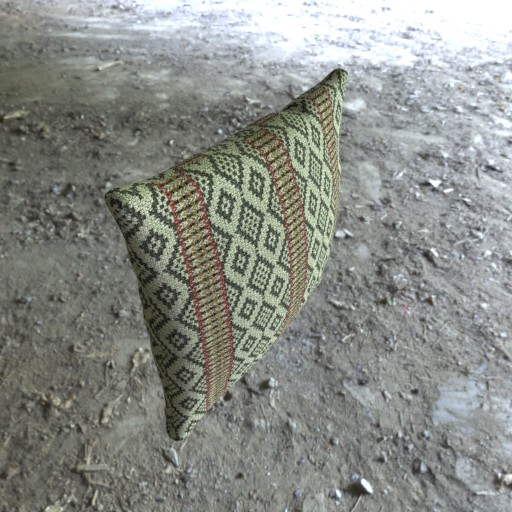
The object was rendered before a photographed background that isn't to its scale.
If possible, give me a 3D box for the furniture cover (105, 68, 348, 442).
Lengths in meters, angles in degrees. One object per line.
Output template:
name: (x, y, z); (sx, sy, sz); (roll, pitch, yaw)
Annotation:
furniture cover: (0.000, 0.000, 0.765); (0.182, 0.506, 0.503); (26, 47, 27)
